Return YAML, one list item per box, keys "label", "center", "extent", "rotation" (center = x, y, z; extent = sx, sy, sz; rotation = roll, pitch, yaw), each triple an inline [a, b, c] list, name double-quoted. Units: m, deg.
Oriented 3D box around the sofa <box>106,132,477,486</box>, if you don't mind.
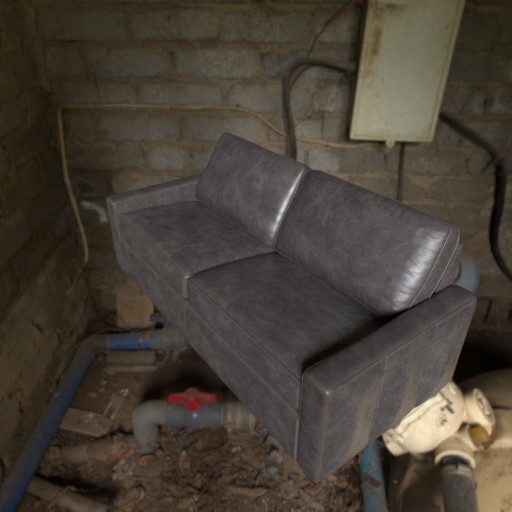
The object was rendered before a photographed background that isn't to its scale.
- label: "sofa"
  center: [0.000, 0.000, 2.476]
  extent: [0.939, 0.916, 2.081]
  rotation: [-21, 37, -31]
